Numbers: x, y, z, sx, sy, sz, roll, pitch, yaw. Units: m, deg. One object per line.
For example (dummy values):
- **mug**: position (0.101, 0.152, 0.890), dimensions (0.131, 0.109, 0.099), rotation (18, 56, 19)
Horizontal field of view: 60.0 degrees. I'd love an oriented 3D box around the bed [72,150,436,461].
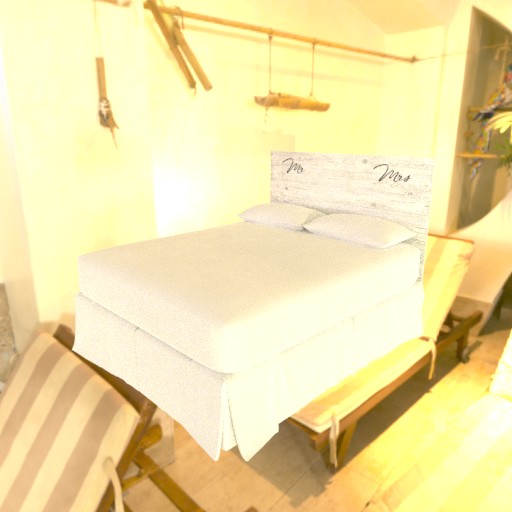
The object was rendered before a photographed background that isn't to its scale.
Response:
- **bed**: position (0.000, 0.000, 3.146), dimensions (2.094, 1.335, 1.745), rotation (-15, 22, -42)
